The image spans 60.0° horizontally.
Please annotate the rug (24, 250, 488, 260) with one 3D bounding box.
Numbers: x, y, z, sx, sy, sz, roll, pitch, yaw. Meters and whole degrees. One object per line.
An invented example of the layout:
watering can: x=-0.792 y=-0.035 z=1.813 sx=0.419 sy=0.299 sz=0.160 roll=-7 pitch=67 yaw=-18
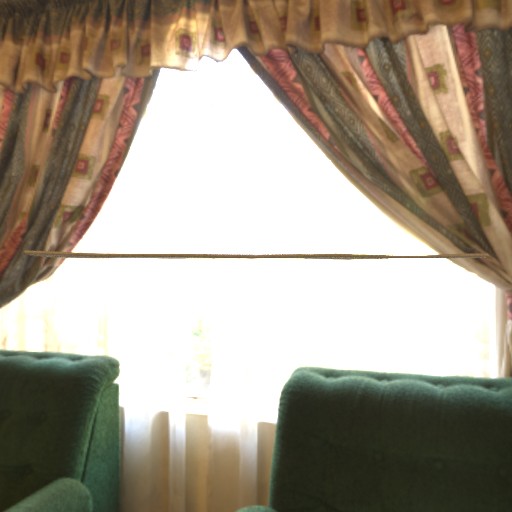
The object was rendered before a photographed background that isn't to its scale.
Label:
rug: x=0.000 y=0.000 z=3.076 sx=2.430 sy=0.053 sz=1.553 roll=0 pitch=-1 yaw=0
